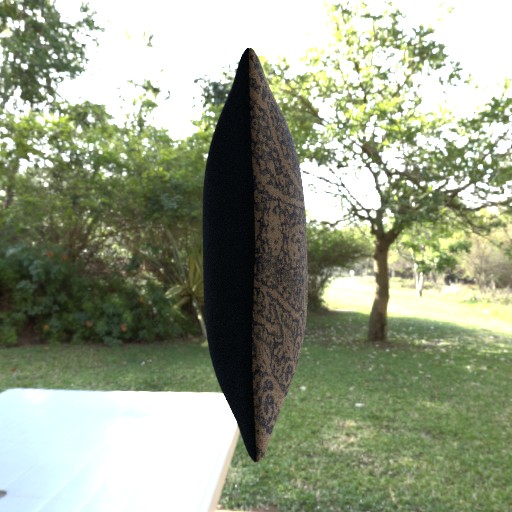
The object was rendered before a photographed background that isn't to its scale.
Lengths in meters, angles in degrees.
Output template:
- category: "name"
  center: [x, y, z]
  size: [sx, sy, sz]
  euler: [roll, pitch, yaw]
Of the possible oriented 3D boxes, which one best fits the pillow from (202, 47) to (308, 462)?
- category: "pillow"
  center: [0.000, 0.000, 0.790]
  size: [0.166, 0.510, 0.523]
  euler: [0, -1, 1]
